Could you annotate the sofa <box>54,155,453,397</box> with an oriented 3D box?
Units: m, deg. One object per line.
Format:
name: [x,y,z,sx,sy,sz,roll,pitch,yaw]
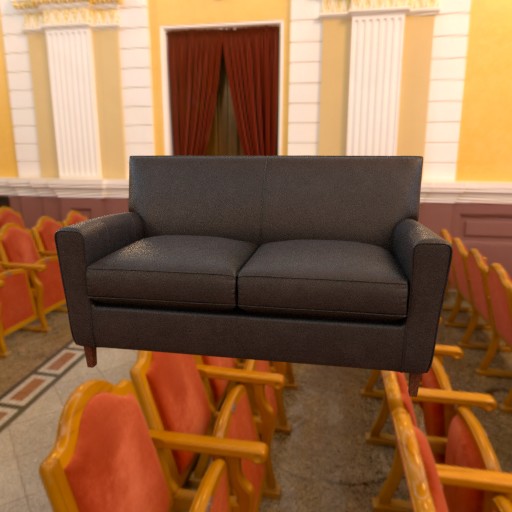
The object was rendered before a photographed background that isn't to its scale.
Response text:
sofa: [0.000,0.000,1.975,1.473,0.871,0.787,2,13,10]
